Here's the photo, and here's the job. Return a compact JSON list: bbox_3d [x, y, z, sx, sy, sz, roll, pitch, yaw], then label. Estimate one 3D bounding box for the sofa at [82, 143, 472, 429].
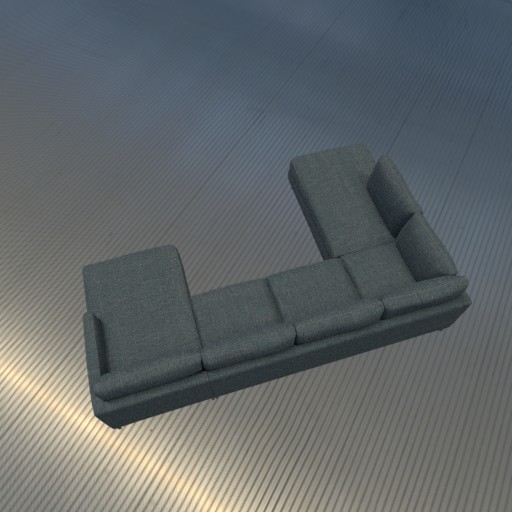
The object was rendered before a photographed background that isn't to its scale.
[{"bbox_3d":[0.000,0.000,3.579,2.737,0.753,1.879,-14,59,-9],"label":"sofa"}]
